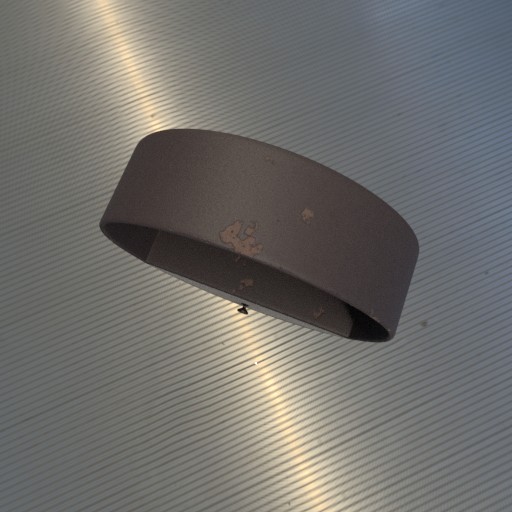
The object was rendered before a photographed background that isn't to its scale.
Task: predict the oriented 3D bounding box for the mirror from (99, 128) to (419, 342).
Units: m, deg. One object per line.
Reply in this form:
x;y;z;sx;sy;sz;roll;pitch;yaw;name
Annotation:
0.000;0.000;0.582;0.386;0.386;0.126;20;77;5;mirror
